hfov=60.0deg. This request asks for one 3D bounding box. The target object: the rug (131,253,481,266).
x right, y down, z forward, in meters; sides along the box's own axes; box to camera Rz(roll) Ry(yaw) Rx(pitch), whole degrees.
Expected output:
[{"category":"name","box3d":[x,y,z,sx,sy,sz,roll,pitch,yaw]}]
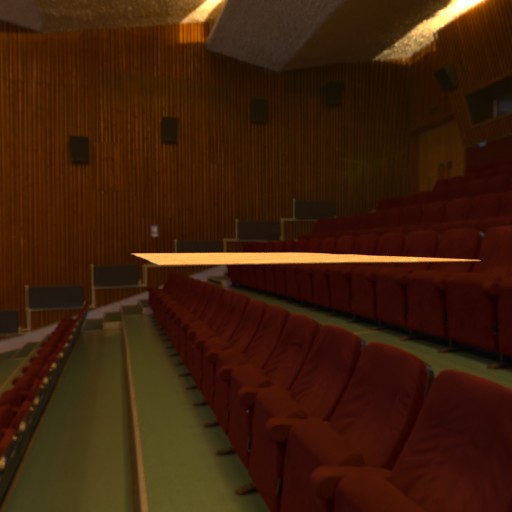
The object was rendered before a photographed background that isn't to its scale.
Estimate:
[{"category":"rug","box3d":[0.000,0.000,2.236,1.146,0.010,1.745,0,1,-18]}]
